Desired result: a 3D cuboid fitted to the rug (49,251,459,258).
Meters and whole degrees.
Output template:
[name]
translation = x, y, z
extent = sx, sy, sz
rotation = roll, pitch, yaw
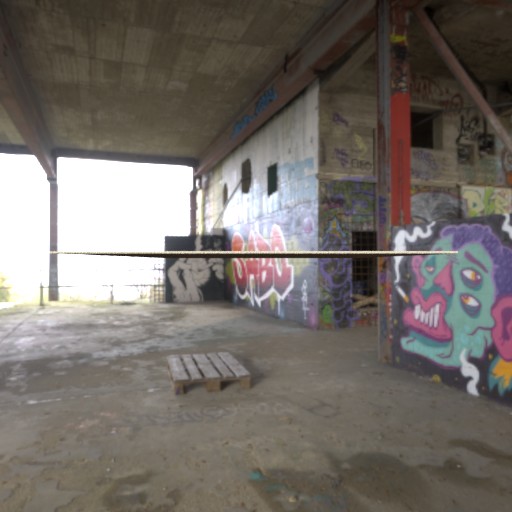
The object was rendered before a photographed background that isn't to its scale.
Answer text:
[rug]
translation = 0.000, 0.000, 4.155
extent = 2.441, 0.015, 3.050
rotation = 0, -1, 1
